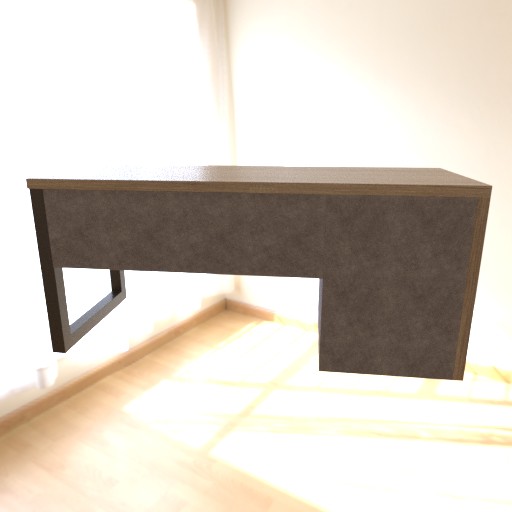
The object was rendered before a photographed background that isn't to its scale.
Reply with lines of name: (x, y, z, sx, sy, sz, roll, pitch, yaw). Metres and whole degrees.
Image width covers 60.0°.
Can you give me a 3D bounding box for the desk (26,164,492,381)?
desk: (0.000, 0.000, 2.037, 1.700, 0.760, 0.690, 2, 17, 7)
